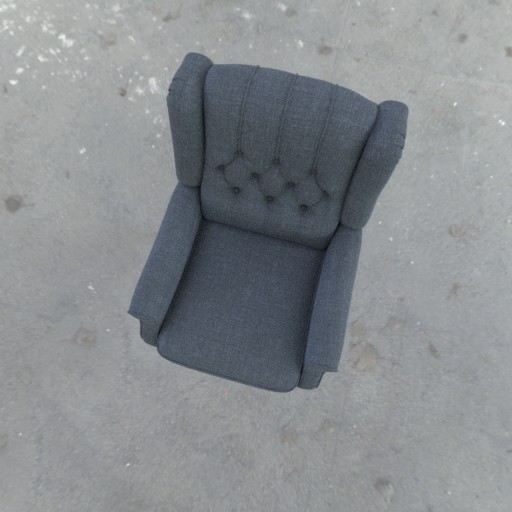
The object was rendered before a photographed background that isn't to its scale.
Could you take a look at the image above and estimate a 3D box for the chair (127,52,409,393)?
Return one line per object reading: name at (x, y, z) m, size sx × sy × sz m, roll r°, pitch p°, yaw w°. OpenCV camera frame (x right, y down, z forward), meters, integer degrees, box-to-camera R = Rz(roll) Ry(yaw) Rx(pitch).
chair at (0.000, 0.000, 1.612) m, size 0.742 × 1.035 × 0.898 m, roll 15°, pitch 77°, yaw 4°
